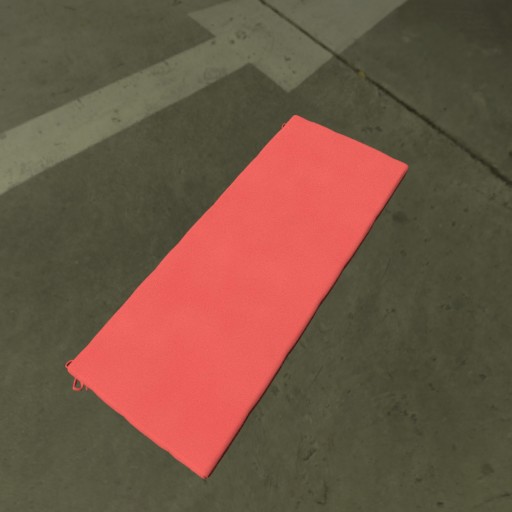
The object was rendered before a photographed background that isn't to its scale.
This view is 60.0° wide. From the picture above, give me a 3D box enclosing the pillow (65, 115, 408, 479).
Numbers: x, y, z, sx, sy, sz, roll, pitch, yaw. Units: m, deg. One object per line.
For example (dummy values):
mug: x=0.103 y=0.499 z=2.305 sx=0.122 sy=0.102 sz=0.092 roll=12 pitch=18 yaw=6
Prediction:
pillow: x=0.000 y=0.000 z=1.344 sx=0.492 sy=0.081 sz=1.187 roll=30 pitch=64 yaw=17
